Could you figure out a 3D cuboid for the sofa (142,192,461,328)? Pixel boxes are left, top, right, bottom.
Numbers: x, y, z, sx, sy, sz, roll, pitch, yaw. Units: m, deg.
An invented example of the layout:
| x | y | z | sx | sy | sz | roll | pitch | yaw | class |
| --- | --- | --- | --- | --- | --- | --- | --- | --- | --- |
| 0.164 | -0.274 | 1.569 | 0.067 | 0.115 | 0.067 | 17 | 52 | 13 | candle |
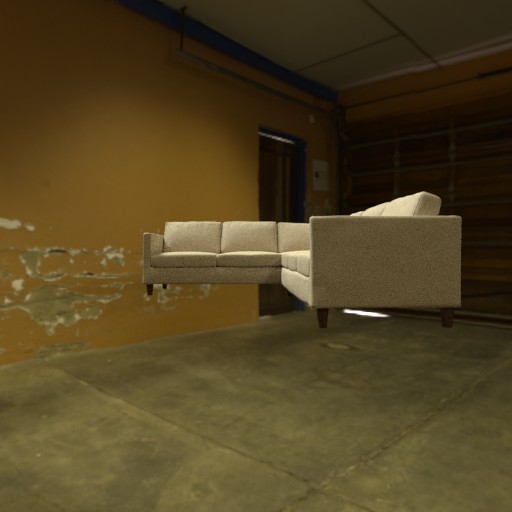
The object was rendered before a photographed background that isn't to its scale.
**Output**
| x | y | z | sx | sy | sz | roll | pitch | yaw | class |
| --- | --- | --- | --- | --- | --- | --- | --- | --- | --- |
| 0.000 | 0.000 | 4.236 | 2.432 | 0.863 | 3.182 | 0 | 0 | -1 | sofa |
